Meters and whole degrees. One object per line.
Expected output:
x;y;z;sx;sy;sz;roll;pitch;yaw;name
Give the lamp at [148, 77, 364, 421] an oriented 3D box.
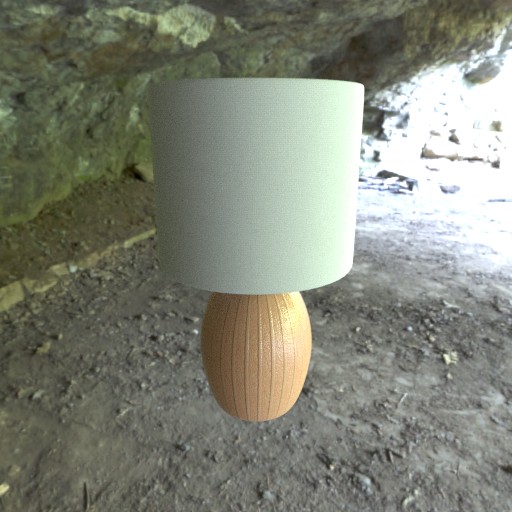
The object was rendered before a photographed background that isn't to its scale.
0.000;0.000;0.768;0.329;0.570;0.329;0;17;0;lamp
